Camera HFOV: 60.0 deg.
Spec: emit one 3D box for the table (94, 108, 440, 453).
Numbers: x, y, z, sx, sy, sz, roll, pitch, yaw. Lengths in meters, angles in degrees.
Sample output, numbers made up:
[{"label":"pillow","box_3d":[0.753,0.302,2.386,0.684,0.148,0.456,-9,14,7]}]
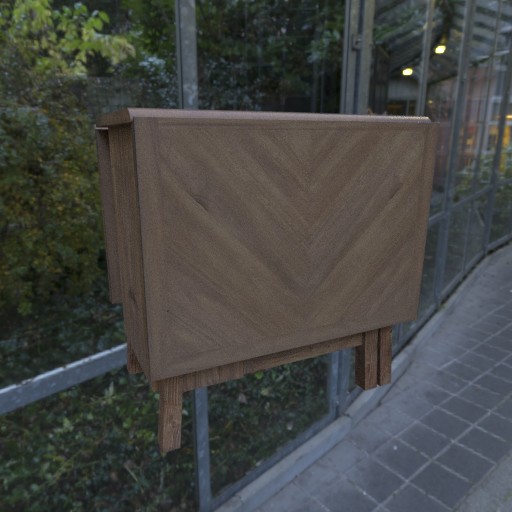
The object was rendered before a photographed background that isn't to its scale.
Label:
[{"label":"table","box_3d":[0.000,0.000,1.637,0.967,0.981,0.701,-7,17,-25]}]
